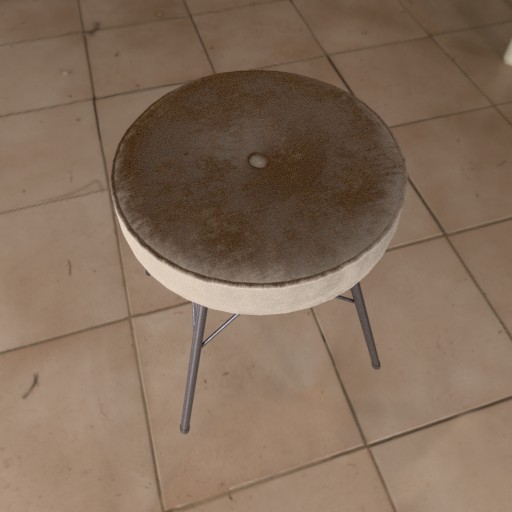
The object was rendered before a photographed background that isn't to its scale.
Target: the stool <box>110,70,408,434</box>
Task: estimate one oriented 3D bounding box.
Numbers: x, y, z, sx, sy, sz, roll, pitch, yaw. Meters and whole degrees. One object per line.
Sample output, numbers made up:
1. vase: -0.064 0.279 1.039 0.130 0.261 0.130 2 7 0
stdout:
1. stool: 0.000 0.000 0.829 0.457 0.538 0.423 -15 58 -10
